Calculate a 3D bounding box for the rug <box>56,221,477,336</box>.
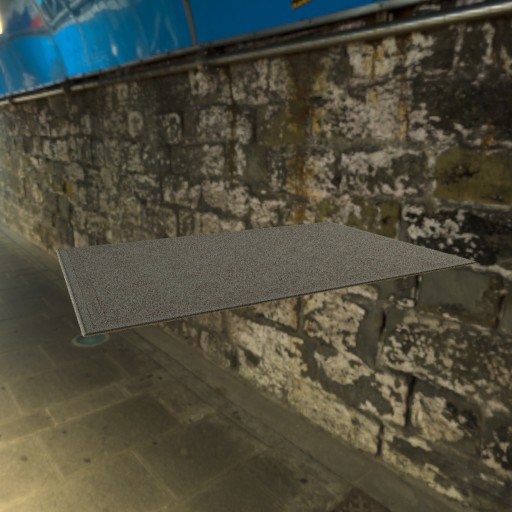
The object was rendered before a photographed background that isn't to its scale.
[{"bbox_3d":[0.000,0.000,2.299,1.829,0.010,1.219,-8,17,-26],"label":"rug"}]
